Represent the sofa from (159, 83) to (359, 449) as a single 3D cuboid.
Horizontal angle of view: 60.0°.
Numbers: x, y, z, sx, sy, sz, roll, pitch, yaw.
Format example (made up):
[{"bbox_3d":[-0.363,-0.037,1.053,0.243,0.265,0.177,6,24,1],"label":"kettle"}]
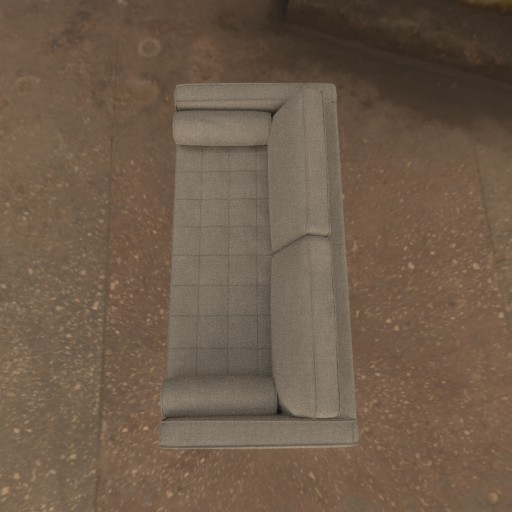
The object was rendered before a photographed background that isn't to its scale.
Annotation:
[{"bbox_3d":[0.000,0.000,2.368,0.914,0.762,1.879,-1,75,0],"label":"sofa"}]
